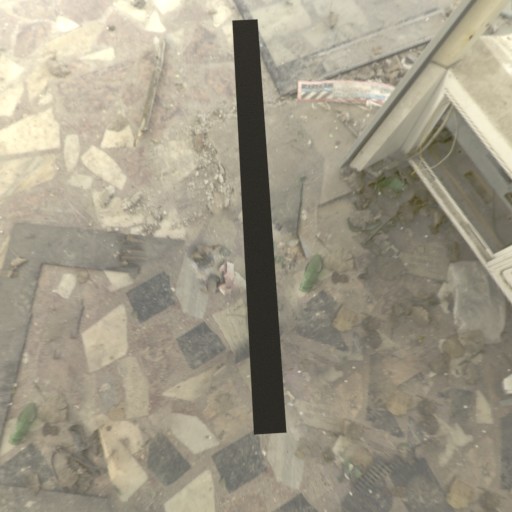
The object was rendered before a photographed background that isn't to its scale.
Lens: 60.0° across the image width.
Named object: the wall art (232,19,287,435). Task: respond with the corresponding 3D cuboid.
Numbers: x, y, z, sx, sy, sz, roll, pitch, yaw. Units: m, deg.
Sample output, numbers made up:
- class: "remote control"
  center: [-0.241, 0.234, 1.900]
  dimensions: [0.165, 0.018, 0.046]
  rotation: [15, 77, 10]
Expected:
- class: "wall art"
  center: [0.000, 0.000, 0.691]
  dimensions: [0.030, 0.458, 0.462]
  rotation: [-3, 75, -1]
